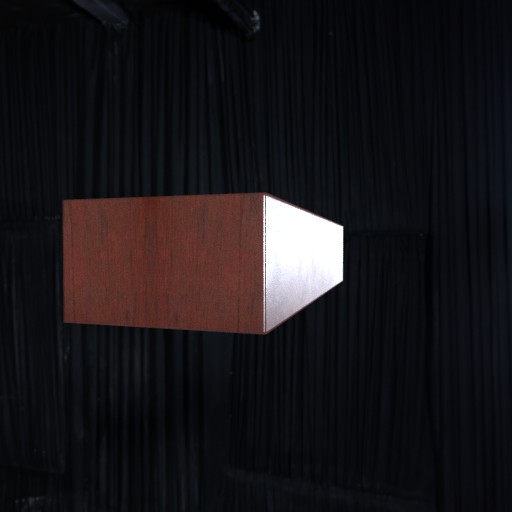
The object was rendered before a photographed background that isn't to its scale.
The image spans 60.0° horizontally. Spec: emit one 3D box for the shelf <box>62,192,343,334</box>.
[{"bbox_3d":[0.000,0.000,0.517,0.152,0.088,0.457,0,1,17],"label":"shelf"}]
